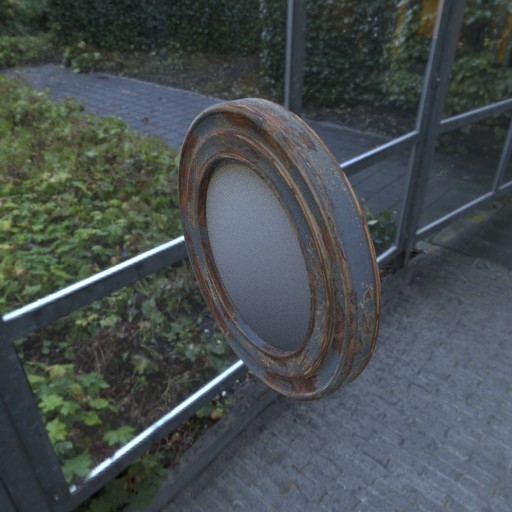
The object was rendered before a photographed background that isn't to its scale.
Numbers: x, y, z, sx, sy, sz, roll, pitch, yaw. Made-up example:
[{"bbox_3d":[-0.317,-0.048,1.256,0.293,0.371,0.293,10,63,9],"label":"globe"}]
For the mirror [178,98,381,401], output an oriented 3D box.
[{"bbox_3d":[0.000,0.000,0.875,0.061,0.585,0.585,-20,38,-28],"label":"mirror"}]
